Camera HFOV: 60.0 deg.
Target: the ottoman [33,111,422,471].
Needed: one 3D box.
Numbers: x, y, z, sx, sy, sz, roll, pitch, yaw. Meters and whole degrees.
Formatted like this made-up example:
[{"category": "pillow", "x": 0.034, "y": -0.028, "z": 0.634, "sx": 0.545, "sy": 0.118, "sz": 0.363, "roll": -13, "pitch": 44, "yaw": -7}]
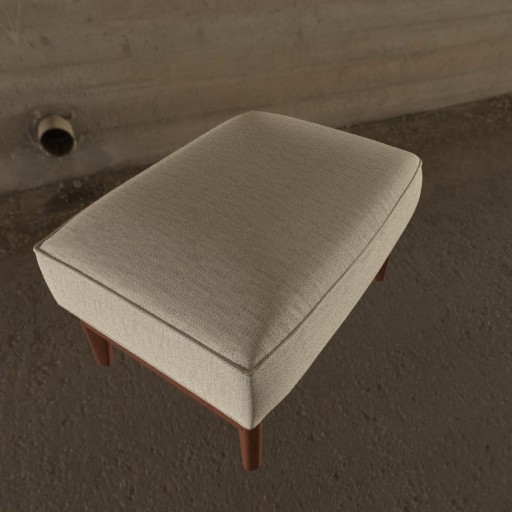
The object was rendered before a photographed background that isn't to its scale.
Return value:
[{"category": "ottoman", "x": 0.000, "y": 0.000, "z": 1.118, "sx": 0.594, "sy": 0.465, "sz": 0.794, "roll": 25, "pitch": 48, "yaw": 25}]
